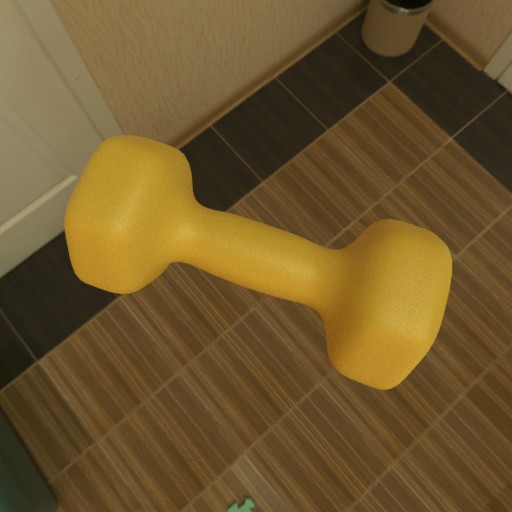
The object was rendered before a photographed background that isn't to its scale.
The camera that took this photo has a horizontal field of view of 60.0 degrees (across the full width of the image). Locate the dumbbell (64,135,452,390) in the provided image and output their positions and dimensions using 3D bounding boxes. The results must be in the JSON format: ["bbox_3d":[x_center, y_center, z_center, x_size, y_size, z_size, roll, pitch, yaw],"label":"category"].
[{"bbox_3d":[0.000,0.000,0.239,0.190,0.082,0.090,20,76,5],"label":"dumbbell"}]
